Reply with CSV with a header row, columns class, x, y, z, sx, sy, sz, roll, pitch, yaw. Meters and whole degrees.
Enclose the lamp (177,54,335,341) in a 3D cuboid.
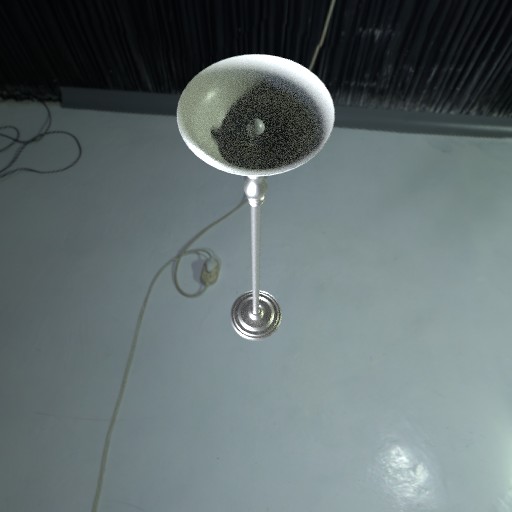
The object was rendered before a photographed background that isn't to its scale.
class,x,y,z,sx,sy,sz,roll,pitch,yaw
lamp,0.000,0.000,1.942,0.405,1.771,0.405,0,65,0
